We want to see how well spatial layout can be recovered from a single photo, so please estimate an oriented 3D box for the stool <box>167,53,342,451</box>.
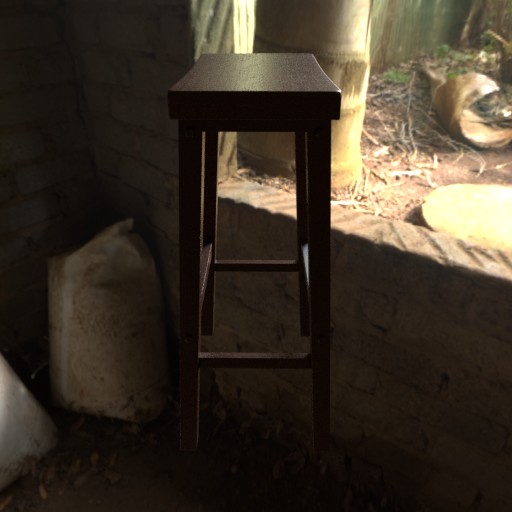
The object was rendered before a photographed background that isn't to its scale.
[{"bbox_3d":[0.000,0.000,0.941,0.322,0.742,0.406,0,31,1],"label":"stool"}]
